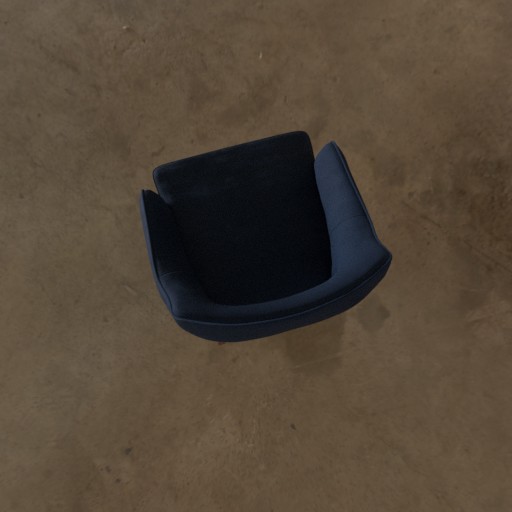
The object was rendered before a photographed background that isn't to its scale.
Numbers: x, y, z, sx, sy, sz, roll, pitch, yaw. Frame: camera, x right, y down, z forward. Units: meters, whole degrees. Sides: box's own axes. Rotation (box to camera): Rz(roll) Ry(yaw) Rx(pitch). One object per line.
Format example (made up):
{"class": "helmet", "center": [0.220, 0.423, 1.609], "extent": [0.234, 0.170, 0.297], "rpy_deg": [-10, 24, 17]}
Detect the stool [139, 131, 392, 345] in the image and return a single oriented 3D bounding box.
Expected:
{"class": "stool", "center": [0.000, 0.000, 1.370], "extent": [0.550, 1.041, 0.560], "rpy_deg": [-15, 75, -4]}
